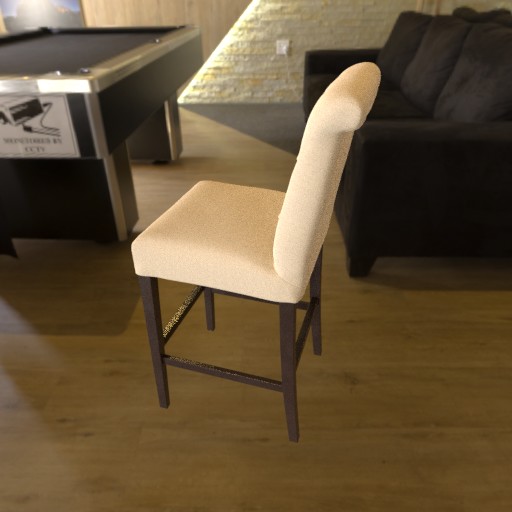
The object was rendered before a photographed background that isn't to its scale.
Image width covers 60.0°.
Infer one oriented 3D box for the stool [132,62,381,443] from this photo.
[{"bbox_3d":[0.000,0.000,1.417,0.610,1.118,0.482,9,33,15],"label":"stool"}]
